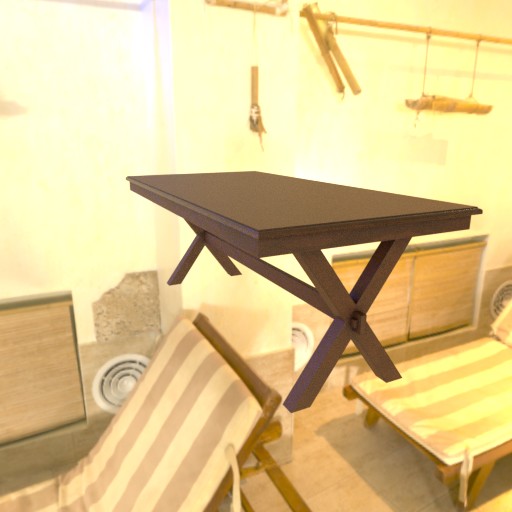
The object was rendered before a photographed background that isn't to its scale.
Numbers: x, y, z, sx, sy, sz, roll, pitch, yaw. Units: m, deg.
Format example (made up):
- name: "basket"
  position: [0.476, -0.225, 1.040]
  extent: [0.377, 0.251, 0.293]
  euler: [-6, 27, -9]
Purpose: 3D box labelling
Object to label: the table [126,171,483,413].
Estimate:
- name: "table"
  position: [0.000, 0.000, 1.490]
  extent: [0.594, 0.459, 1.197]
  euler: [-8, 17, -26]
